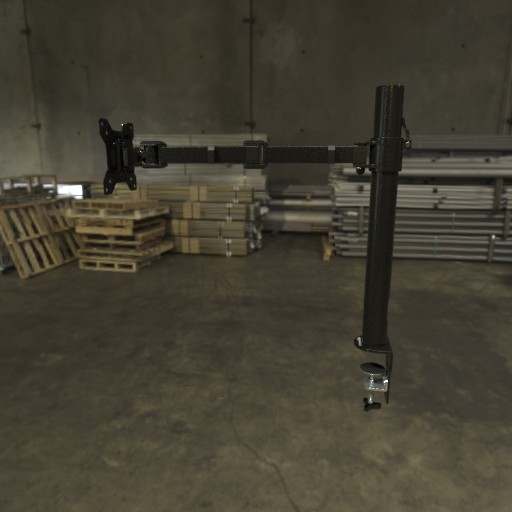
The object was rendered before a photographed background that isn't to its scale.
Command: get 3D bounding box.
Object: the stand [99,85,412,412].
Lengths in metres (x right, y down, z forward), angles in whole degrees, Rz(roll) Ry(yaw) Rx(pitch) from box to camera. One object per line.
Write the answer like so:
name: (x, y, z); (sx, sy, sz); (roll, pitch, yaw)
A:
stand: (0.000, 0.000, 0.721); (0.456, 0.510, 0.115); (2, 13, 10)
